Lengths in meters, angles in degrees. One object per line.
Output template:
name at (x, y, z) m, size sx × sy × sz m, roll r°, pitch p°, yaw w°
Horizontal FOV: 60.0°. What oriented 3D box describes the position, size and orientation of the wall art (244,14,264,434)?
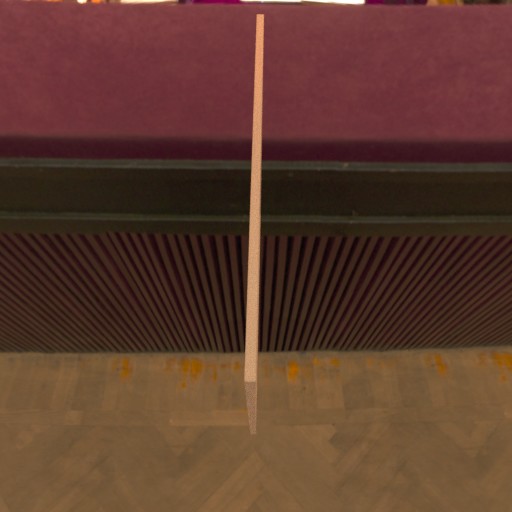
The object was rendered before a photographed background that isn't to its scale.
wall art at (0.000, 0.000, 0.846) m, size 0.013 × 0.584 × 0.584 m, roll 1°, pitch 63°, yaw 1°
